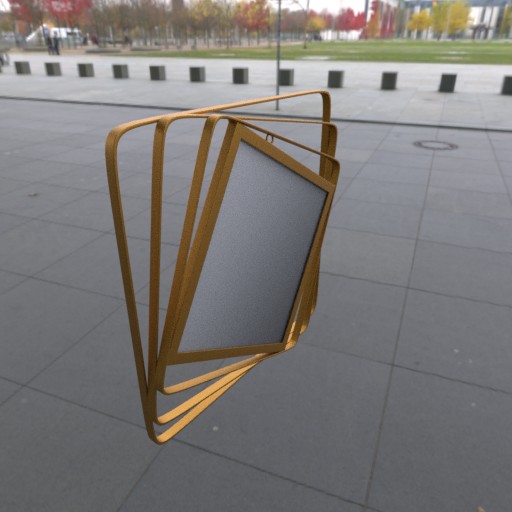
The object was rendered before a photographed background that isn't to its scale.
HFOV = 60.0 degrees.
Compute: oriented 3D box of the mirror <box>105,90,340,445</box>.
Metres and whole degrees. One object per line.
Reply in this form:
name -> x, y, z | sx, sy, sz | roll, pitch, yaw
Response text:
mirror -> 0.000, 0.000, 0.703 | 0.045, 0.468, 0.470 | 19, 32, 33
